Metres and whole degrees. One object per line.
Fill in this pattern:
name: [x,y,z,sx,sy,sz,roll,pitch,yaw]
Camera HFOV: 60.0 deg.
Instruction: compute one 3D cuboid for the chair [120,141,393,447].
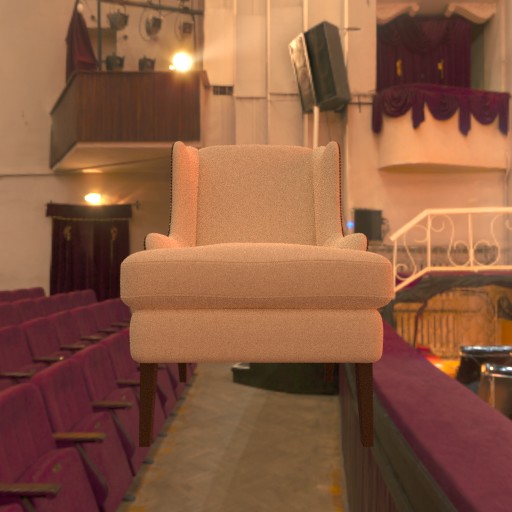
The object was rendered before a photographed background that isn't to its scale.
chair: [0.000,0.000,1.624,0.737,1.029,0.940,0,-1,0]
